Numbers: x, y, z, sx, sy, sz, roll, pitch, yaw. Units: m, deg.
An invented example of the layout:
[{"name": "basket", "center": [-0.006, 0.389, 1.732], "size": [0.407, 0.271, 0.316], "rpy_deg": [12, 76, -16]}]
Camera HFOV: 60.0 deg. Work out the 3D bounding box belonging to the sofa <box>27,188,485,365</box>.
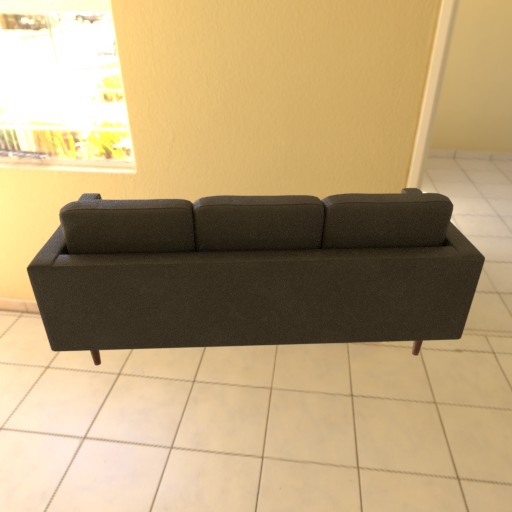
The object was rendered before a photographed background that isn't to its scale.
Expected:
[{"name": "sofa", "center": [0.000, 0.000, 2.439], "size": [2.029, 0.899, 0.879], "rpy_deg": [-1, 31, -2]}]
